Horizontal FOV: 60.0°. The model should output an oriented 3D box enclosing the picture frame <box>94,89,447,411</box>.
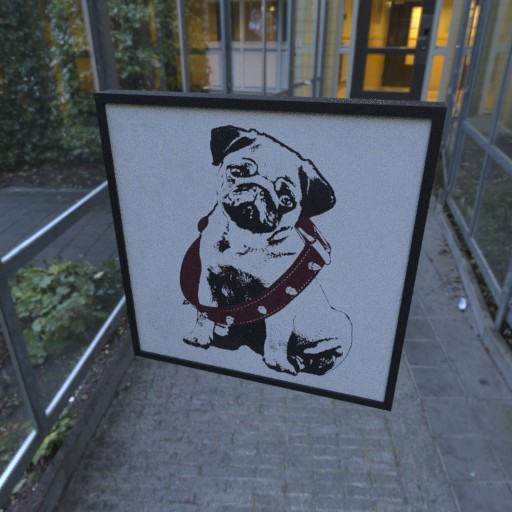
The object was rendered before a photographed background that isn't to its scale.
[{"bbox_3d":[0.000,0.000,0.467,0.317,0.317,0.030,8,28,15],"label":"picture frame"}]
